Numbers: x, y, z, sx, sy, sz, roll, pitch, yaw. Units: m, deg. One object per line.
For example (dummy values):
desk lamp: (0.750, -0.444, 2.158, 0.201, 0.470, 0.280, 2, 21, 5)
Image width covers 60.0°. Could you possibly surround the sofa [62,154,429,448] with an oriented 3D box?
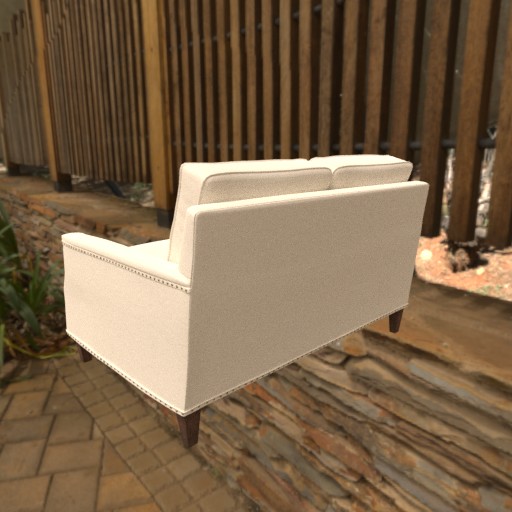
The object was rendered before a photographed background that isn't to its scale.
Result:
sofa: (0.000, 0.000, 2.256, 1.597, 1.003, 1.084, -13, 19, -42)
